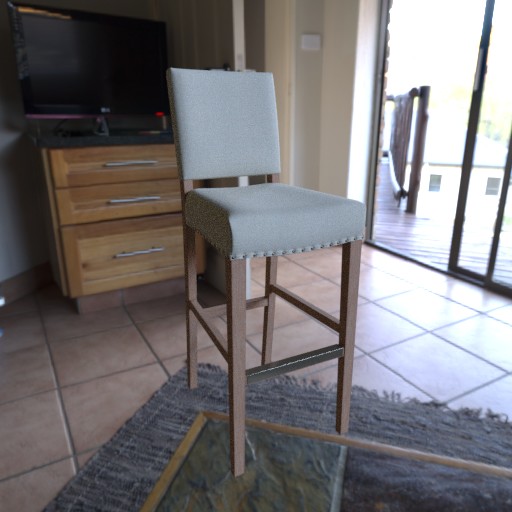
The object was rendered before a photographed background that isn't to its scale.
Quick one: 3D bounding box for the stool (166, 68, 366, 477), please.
[{"bbox_3d":[0.000,0.000,1.430,0.428,1.143,0.546,-9,20,-26],"label":"stool"}]
